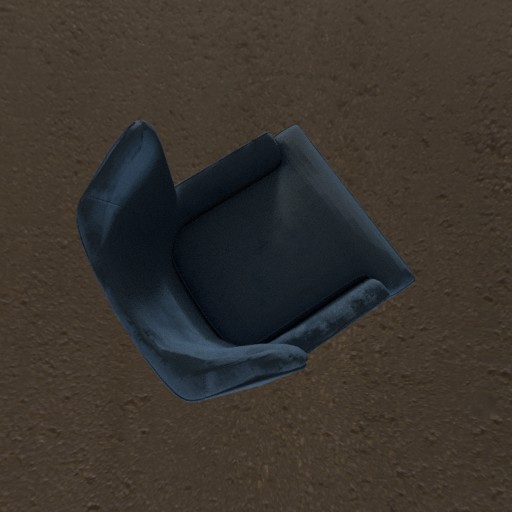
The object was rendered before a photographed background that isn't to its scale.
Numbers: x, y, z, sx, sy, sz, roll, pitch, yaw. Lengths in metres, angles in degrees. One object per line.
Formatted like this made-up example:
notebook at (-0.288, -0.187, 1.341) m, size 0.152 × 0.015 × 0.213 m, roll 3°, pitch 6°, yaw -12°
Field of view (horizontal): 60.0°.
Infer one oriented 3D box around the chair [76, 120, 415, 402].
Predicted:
chair at (0.000, 0.000, 1.589) m, size 0.910 × 0.952 × 0.793 m, roll -32°, pitch 77°, yaw -8°
